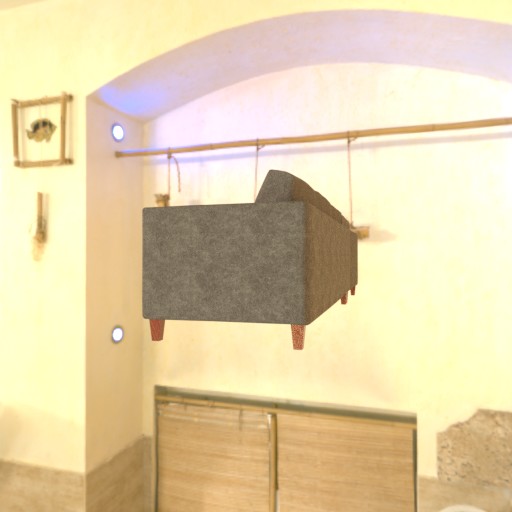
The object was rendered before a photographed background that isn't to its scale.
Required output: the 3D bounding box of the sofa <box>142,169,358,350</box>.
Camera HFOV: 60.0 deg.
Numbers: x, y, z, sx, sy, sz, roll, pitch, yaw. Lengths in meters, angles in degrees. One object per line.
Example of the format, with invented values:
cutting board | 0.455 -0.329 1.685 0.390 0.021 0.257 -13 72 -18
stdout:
sofa | 0.000 0.000 4.058 1.606 0.954 3.471 0 0 17
